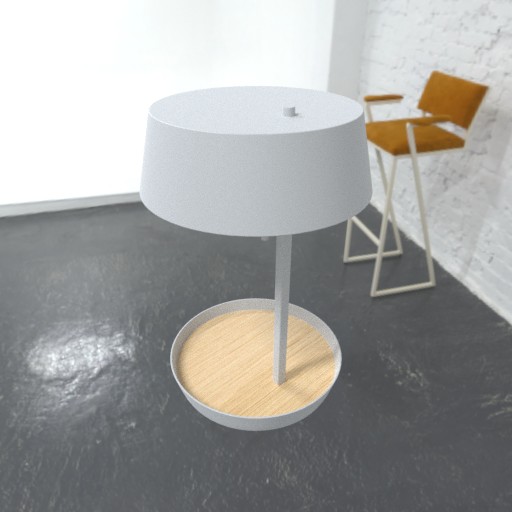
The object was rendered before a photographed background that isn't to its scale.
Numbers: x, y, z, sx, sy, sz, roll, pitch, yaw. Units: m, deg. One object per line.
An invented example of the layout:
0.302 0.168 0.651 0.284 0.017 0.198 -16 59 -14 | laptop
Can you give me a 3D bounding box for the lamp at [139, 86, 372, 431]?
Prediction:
0.000 0.000 0.623 0.291 0.429 0.291 0 31 0 | lamp
